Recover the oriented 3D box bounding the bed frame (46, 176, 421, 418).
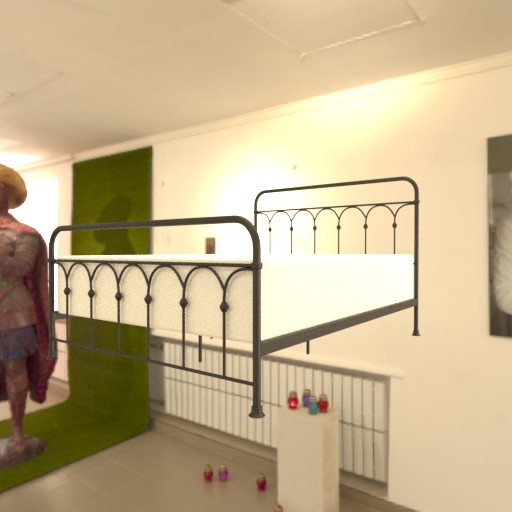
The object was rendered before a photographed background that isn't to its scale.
[{"bbox_3d":[0.000,0.000,3.147,1.664,1.276,2.203,1,1,37],"label":"bed frame"}]
